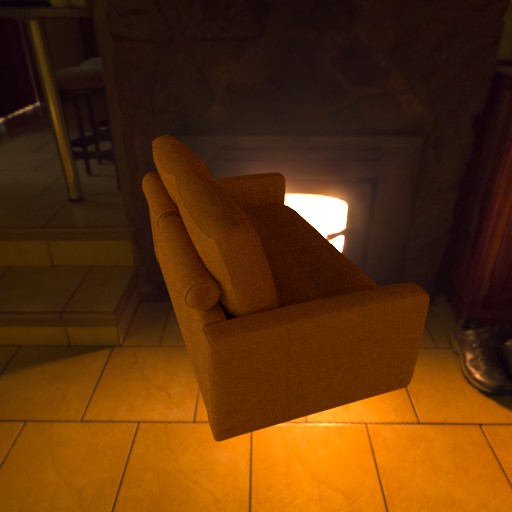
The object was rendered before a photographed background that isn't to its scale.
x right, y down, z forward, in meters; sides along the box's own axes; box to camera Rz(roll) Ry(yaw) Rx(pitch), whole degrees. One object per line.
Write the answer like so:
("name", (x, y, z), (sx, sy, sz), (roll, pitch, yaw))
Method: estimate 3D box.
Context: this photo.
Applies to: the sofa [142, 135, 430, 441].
("sofa", (0.000, 0.000, 2.058), (0.868, 0.898, 1.430), (-10, 31, -17))
